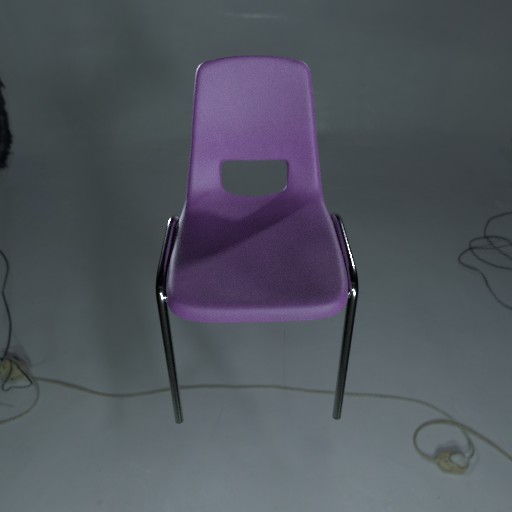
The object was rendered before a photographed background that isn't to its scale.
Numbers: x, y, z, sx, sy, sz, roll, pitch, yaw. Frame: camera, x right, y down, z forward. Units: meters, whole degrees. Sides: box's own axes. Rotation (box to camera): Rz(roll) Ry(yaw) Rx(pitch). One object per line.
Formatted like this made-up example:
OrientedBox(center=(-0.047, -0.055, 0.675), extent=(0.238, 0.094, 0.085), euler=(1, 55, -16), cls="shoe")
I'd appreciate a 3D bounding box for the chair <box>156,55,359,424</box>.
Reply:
OrientedBox(center=(0.000, 0.000, 0.924), extent=(0.381, 0.654, 0.432), euler=(-1, 47, -1), cls="chair")
